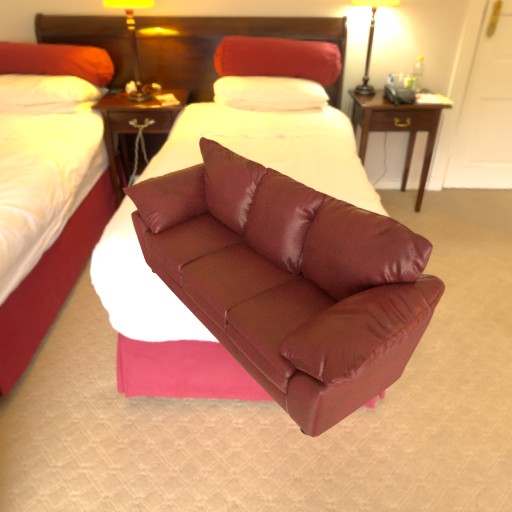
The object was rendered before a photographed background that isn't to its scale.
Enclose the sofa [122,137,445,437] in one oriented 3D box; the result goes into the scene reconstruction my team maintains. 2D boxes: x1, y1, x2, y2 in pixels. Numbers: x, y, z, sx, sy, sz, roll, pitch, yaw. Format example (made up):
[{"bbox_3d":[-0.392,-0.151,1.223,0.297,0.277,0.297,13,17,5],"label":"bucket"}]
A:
[{"bbox_3d":[0.000,0.000,2.993,0.907,1.091,2.390,-22,39,-30],"label":"sofa"}]
